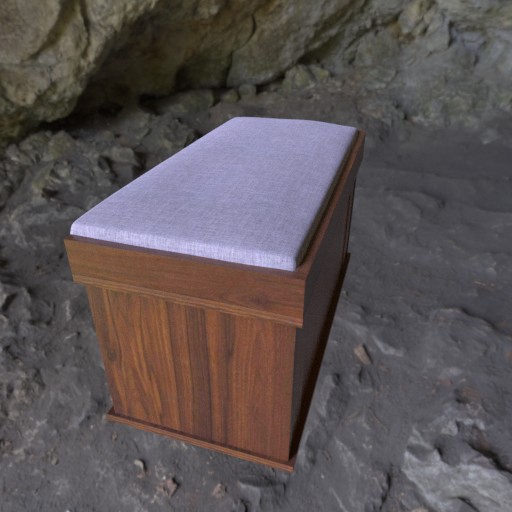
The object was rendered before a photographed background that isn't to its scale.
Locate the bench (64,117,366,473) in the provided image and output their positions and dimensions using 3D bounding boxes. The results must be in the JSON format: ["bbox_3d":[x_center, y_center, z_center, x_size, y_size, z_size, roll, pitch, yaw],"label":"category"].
[{"bbox_3d":[0.000,0.000,0.989,0.362,0.461,0.734,9,32,15],"label":"bench"}]
